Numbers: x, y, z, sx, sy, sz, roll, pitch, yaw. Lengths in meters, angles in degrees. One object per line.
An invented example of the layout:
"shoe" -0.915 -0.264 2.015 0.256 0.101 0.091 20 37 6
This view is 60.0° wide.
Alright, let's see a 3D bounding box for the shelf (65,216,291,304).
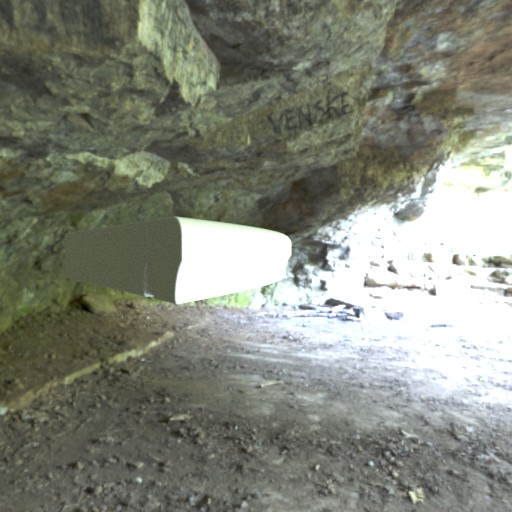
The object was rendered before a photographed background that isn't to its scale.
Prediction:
"shelf" 0.000 0.000 0.457 0.310 0.050 0.310 0 1 -34
